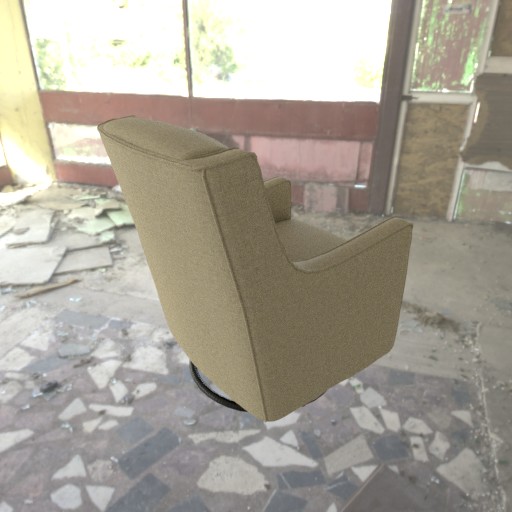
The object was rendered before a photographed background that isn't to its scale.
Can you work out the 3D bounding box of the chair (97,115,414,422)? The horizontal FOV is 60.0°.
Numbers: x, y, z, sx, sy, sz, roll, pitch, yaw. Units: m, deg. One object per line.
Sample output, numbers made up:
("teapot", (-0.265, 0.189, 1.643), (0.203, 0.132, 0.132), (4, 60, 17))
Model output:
("chair", (0.000, 0.000, 1.613), (0.879, 0.993, 0.732), (-19, 32, -33))
